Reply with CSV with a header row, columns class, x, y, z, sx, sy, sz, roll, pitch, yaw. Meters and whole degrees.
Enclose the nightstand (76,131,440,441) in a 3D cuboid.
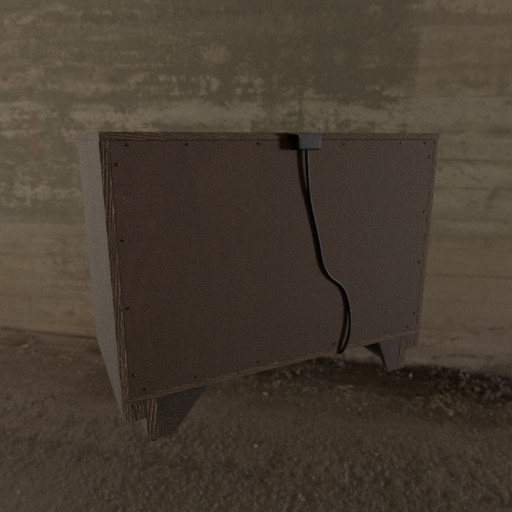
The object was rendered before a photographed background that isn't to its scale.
class,x,y,z,sx,sy,sz,roll,pitch,yaw
nightstand,0.000,0.000,1.147,0.775,0.612,0.457,-7,17,-25
